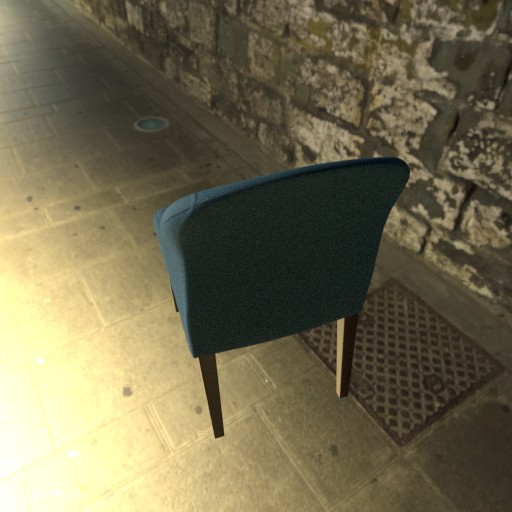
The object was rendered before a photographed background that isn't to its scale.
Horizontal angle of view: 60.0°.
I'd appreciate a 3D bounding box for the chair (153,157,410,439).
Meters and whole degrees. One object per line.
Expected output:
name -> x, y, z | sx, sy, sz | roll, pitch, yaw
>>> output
chair -> 0.000, 0.000, 1.225 | 0.507, 0.879, 0.620 | -13, 43, -14
